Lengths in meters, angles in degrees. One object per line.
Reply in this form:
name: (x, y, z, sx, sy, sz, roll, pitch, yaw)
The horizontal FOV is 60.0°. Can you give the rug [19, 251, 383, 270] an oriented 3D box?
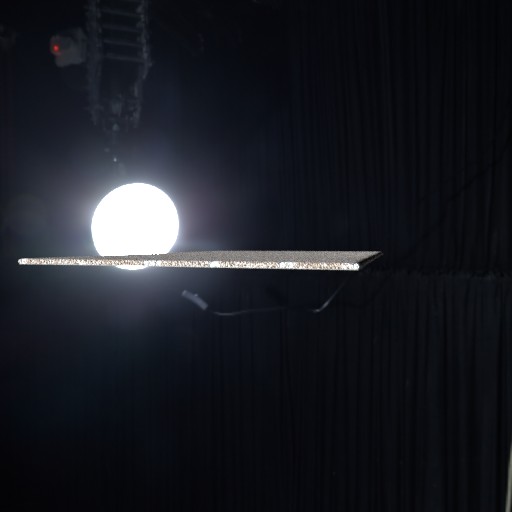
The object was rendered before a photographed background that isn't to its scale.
rug: (0.000, 0.000, 3.376, 1.778, 0.030, 2.743, 1, 2, 18)
